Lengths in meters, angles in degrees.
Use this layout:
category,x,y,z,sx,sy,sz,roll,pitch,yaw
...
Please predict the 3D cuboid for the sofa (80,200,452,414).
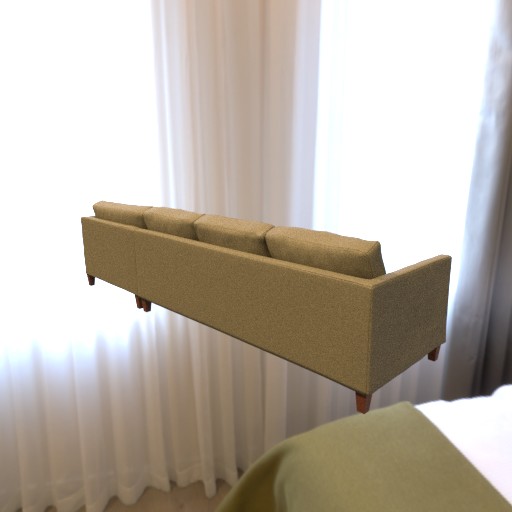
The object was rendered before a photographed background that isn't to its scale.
category,x,y,z,sx,sy,sz,roll,pitch,yaw
sofa,0.000,0.000,3.747,1.625,0.861,3.186,-13,18,-43
